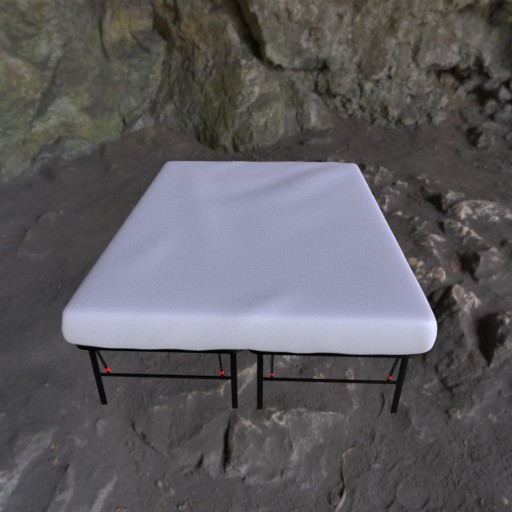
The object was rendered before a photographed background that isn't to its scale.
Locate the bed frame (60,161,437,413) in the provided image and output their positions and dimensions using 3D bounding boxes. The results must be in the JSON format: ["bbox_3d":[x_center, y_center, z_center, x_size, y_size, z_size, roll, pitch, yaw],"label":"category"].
[{"bbox_3d":[0.000,0.000,2.844,1.584,0.667,2.151,1,29,2],"label":"bed frame"}]
